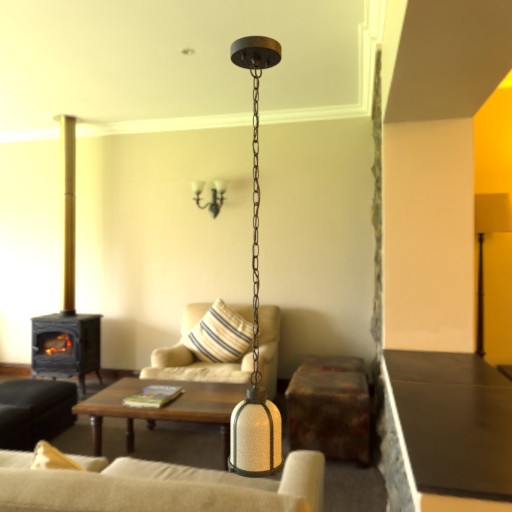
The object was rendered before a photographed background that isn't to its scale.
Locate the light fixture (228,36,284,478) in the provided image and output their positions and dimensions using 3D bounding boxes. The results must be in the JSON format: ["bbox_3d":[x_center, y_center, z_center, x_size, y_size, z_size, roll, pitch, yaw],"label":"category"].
[{"bbox_3d":[0.000,0.000,1.258,0.178,1.181,0.178,0,0,-36],"label":"light fixture"}]
